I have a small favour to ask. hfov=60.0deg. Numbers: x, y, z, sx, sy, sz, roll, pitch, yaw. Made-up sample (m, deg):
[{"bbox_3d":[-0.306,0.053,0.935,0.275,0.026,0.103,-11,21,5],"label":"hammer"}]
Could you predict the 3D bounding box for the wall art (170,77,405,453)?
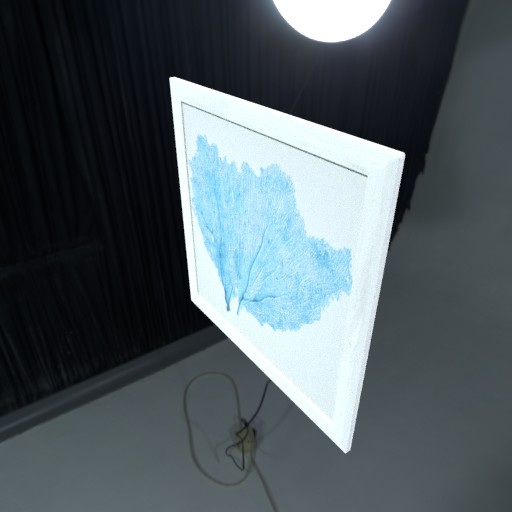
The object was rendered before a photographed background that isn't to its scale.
[{"bbox_3d":[0.000,0.000,0.881,0.013,0.584,0.584,-22,38,-30],"label":"wall art"}]
